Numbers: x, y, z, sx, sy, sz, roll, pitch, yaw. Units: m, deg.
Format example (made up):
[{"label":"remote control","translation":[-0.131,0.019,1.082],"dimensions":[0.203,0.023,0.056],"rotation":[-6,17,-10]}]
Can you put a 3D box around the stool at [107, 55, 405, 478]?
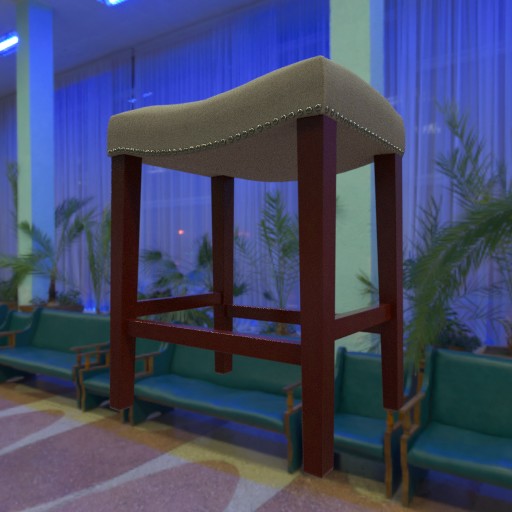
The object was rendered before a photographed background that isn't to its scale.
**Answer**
[{"label":"stool","translation":[0.000,0.000,0.922],"dimensions":[0.509,0.632,0.375],"rotation":[0,1,36]}]
